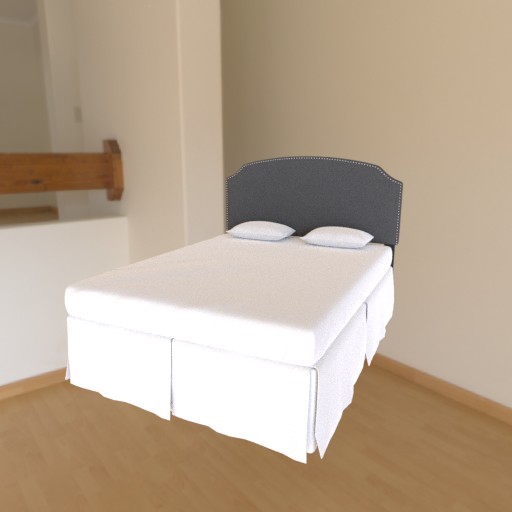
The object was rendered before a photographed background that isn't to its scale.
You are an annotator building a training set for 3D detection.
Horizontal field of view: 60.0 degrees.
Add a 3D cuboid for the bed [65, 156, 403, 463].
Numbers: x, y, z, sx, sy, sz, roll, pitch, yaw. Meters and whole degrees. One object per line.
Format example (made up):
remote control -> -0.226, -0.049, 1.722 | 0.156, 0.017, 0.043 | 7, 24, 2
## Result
bed -> 0.000, 0.000, 2.924 | 1.558, 1.270, 1.999 | 6, 15, 25
